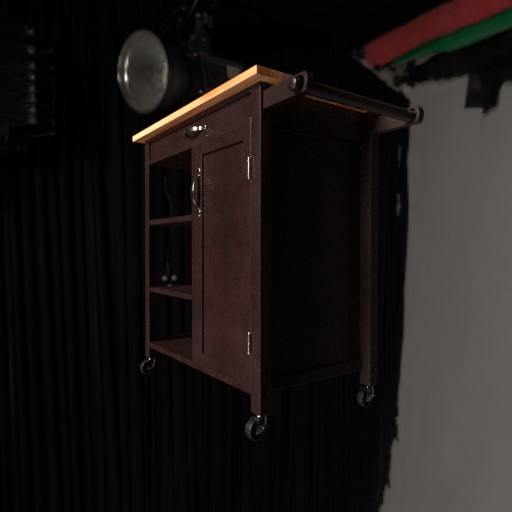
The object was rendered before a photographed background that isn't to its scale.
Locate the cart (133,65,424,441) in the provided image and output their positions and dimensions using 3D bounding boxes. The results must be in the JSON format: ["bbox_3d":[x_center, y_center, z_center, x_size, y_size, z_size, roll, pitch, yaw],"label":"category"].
[{"bbox_3d":[0.000,0.000,1.417,0.472,0.878,0.914,-1,1,-35],"label":"cart"}]
